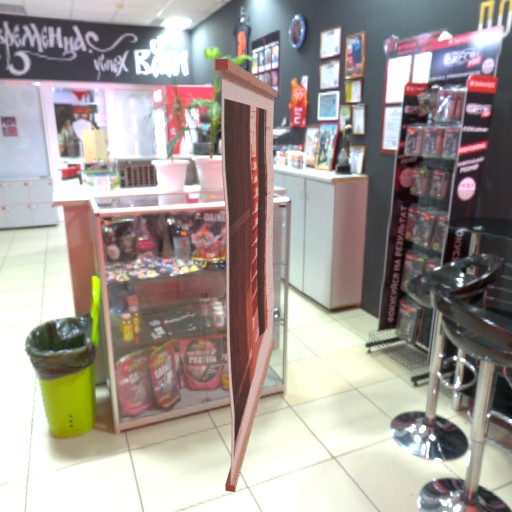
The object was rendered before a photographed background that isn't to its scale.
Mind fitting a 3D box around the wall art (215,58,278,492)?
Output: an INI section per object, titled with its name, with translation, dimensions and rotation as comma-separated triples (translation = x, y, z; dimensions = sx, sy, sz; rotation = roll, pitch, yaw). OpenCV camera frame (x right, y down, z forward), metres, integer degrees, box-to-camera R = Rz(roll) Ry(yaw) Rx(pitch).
[wall art]
translation = 0.000, 0.000, 0.685
dimensions = 0.013, 0.508, 0.406
rotation = 3, 16, 9
